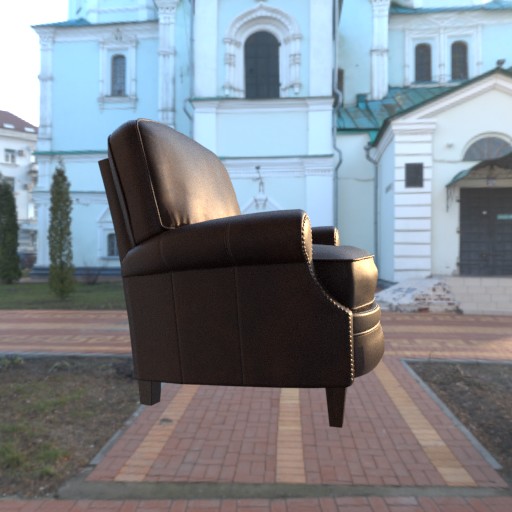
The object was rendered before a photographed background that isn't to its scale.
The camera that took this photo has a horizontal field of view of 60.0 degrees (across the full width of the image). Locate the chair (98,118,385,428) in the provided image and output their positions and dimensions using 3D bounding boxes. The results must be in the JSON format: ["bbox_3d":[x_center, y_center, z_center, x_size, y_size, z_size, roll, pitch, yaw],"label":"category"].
[{"bbox_3d":[0.000,0.000,1.768,0.986,1.018,0.936,0,0,17],"label":"chair"}]
